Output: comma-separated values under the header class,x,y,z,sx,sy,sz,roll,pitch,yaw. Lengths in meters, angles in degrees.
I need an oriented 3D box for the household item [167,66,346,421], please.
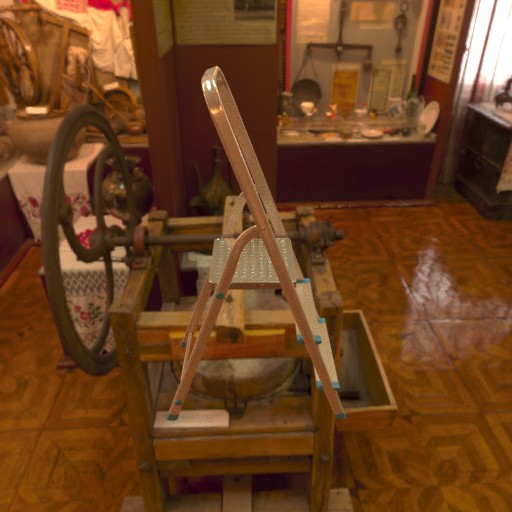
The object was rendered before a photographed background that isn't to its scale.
class,x,y,z,sx,sy,sz,roll,pitch,yaw
household item,0.000,0.000,1.549,0.687,1.215,0.420,0,32,0
